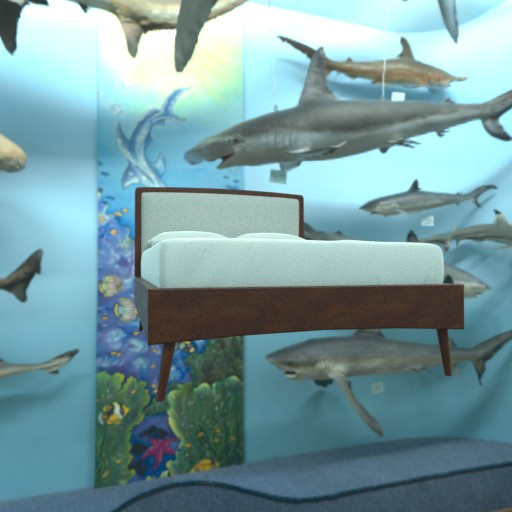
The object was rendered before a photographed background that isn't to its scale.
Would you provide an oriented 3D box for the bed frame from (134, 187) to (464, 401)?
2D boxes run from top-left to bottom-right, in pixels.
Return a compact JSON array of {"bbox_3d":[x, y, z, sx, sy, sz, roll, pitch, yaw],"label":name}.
[{"bbox_3d":[0.000,0.000,3.104,1.587,1.279,2.171,0,-1,-17],"label":"bed frame"}]
